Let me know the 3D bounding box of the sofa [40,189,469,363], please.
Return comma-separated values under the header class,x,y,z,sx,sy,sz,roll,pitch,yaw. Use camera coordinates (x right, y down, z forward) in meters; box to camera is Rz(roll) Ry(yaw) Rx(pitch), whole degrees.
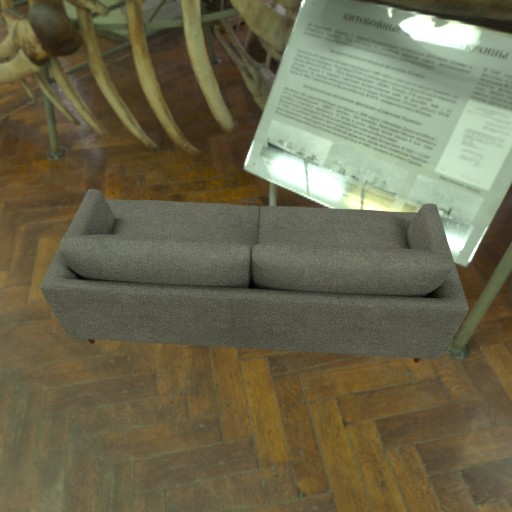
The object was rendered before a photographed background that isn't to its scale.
class,x,y,z,sx,sy,sz,roll,pitch,yaw
sofa,0.000,0.000,2.784,2.250,0.868,1.020,3,48,3
